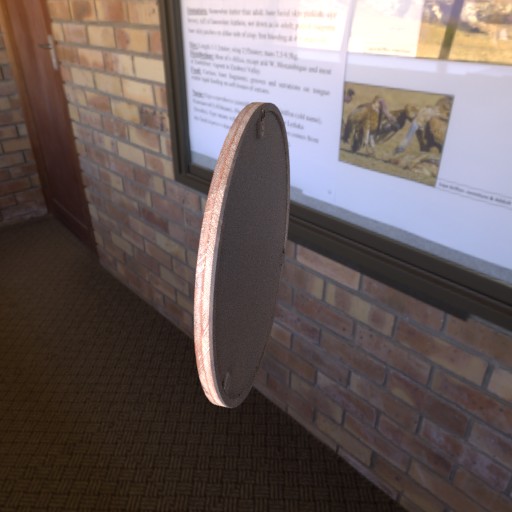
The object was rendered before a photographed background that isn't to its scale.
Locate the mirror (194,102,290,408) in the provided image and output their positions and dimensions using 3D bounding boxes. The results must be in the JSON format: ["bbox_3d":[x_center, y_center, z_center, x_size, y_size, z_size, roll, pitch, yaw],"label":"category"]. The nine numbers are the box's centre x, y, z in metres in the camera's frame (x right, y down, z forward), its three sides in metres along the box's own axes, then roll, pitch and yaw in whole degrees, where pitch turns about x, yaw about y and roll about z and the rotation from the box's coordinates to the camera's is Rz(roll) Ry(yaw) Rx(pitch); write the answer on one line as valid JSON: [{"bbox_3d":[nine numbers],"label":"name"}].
[{"bbox_3d":[0.000,0.000,1.084,0.038,0.710,0.710,7,30,13],"label":"mirror"}]
